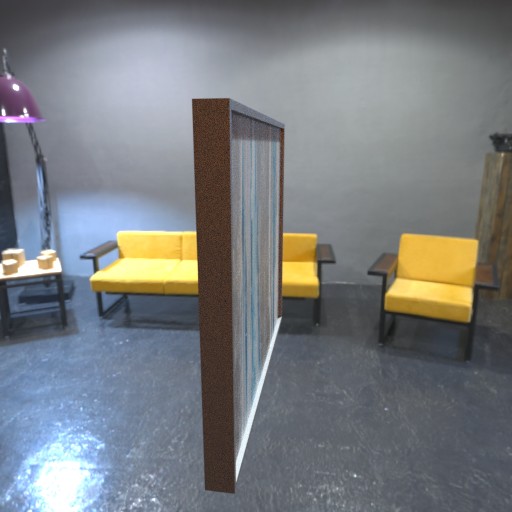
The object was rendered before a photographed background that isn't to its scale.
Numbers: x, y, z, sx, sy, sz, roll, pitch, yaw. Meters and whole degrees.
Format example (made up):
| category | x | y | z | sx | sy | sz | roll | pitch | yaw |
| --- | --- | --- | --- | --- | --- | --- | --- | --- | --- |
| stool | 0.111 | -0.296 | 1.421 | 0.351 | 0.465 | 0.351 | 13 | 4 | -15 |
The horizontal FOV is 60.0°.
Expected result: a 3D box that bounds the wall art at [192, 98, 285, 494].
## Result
| category | x | y | z | sx | sy | sz | roll | pitch | yaw |
| --- | --- | --- | --- | --- | --- | --- | --- | --- | --- |
| wall art | 0.000 | 0.000 | 0.748 | 0.037 | 0.450 | 0.557 | 2 | 14 | 9 |
